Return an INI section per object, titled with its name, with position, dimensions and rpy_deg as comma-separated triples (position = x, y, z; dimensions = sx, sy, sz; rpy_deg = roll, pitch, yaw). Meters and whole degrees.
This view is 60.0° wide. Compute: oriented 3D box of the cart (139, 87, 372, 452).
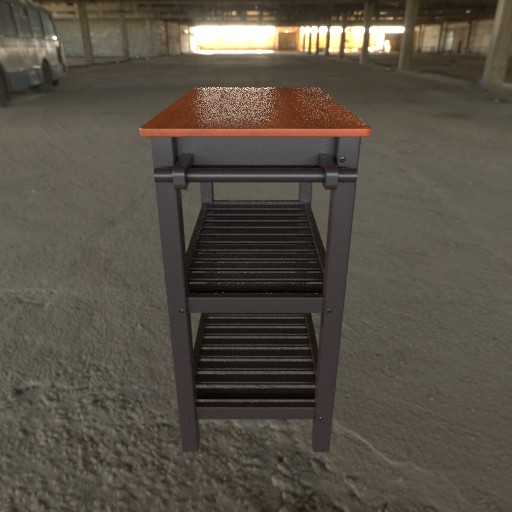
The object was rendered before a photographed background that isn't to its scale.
[cart]
position = 0.000, 0.000, 1.412
dimensions = 0.457, 0.927, 0.899
rpy_deg = 0, 26, 0
